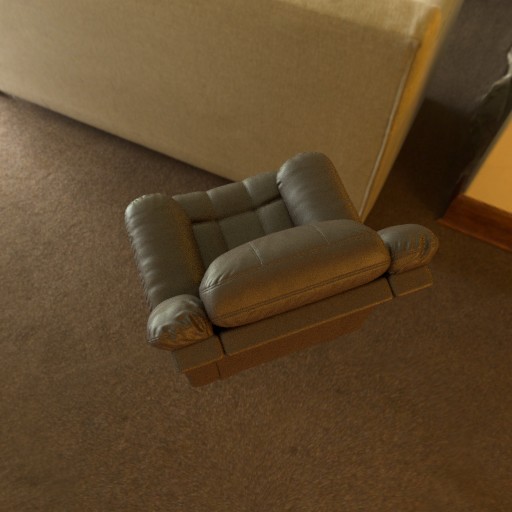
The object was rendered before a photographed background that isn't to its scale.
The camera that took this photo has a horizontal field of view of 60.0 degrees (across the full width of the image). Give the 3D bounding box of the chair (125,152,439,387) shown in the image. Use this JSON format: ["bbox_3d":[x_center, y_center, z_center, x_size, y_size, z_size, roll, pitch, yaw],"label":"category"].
[{"bbox_3d":[0.000,0.000,1.756,0.899,1.009,0.934,-17,61,-10],"label":"chair"}]
